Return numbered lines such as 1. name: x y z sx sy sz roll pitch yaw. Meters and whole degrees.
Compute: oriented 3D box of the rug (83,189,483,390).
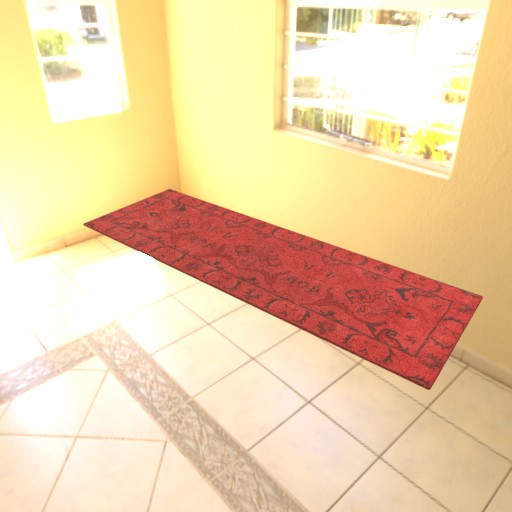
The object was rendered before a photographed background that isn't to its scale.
1. rug: 0.000 0.000 2.730 2.439 0.018 0.813 22 37 32
